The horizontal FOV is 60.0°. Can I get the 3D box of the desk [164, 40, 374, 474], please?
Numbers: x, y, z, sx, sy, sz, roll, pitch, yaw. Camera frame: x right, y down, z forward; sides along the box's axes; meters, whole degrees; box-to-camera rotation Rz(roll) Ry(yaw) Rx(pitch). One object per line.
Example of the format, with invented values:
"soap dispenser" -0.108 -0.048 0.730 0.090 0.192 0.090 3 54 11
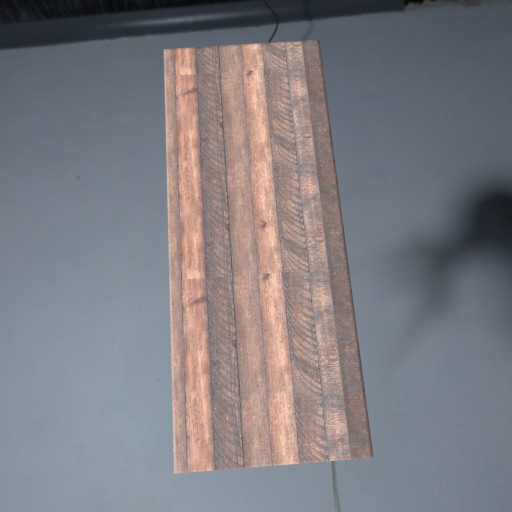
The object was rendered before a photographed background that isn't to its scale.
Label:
"desk" 0.000 0.000 1.925 0.617 0.753 1.538 -4 75 -1
